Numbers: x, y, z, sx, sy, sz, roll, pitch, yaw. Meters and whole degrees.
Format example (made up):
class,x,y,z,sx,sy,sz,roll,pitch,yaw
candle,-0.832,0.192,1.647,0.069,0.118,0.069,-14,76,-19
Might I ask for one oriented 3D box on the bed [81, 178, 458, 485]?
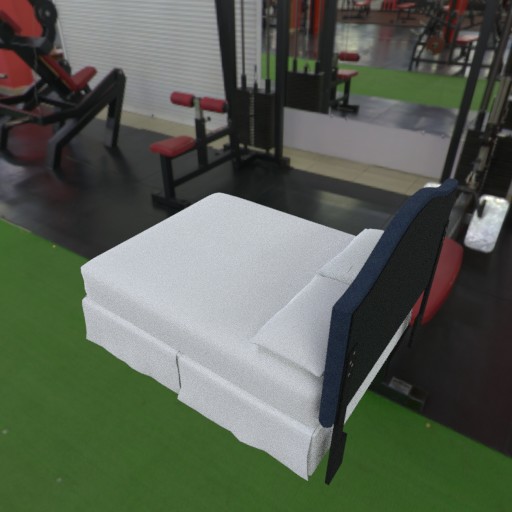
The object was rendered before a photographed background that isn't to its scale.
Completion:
class,x,y,z,sx,sy,sz,roll,pitch,yaw
bed,0.000,0.000,3.183,2.153,1.518,1.725,22,39,29
